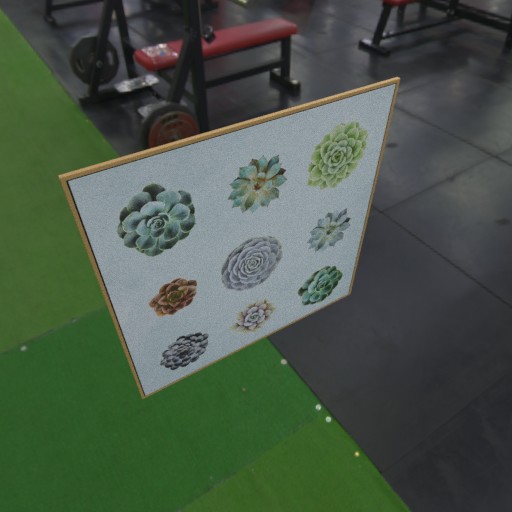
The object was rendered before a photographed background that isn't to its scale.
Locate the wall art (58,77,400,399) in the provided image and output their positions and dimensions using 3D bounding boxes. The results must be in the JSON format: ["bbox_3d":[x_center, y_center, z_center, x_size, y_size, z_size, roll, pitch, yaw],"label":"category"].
[{"bbox_3d":[0.000,0.000,1.442,0.962,0.959,0.013,-23,49,-21],"label":"wall art"}]
